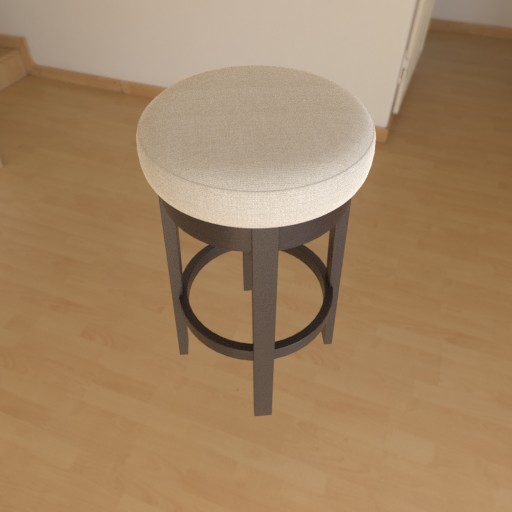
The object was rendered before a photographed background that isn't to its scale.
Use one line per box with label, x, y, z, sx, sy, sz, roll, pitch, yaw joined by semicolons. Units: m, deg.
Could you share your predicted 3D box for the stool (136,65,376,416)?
stool;0.000;0.000;1.044;0.446;0.758;0.446;0;46;0
